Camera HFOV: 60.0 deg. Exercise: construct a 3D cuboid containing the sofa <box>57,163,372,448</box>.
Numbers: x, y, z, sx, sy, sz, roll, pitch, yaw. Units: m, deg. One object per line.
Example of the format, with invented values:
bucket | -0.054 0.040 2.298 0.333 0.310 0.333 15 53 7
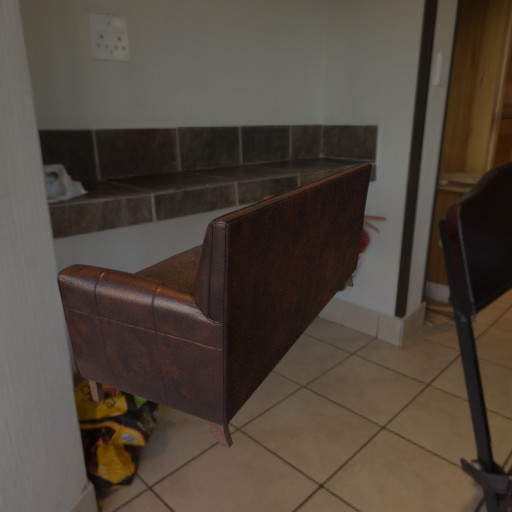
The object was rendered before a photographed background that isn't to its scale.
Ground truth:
sofa | 0.000 0.000 2.427 0.786 0.871 1.995 8 19 25
